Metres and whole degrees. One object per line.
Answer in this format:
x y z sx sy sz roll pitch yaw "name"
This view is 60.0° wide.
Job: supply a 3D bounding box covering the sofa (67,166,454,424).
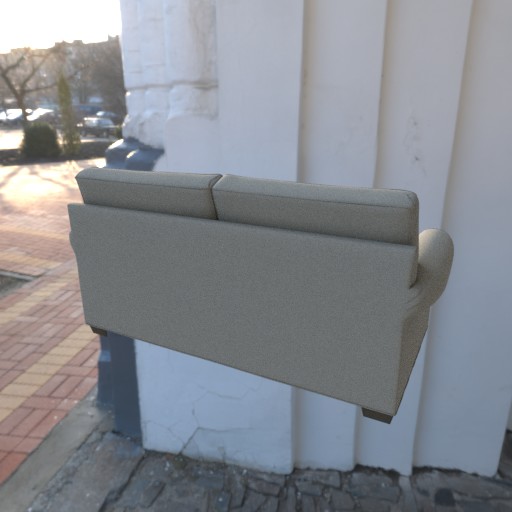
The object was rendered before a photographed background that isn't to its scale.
0.000 0.000 2.396 1.930 0.952 0.940 9 20 27 "sofa"
